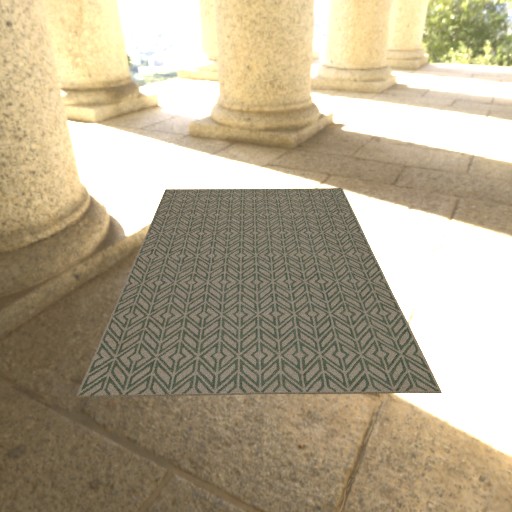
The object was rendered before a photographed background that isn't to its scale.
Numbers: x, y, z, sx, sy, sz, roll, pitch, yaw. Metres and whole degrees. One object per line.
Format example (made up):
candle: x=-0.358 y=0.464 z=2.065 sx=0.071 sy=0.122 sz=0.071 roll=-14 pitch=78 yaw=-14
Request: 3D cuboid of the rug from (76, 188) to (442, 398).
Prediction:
rug: x=0.000 y=0.000 z=2.261 sx=1.220 sy=0.007 sz=1.828 roll=0 pitch=30 yaw=-1
